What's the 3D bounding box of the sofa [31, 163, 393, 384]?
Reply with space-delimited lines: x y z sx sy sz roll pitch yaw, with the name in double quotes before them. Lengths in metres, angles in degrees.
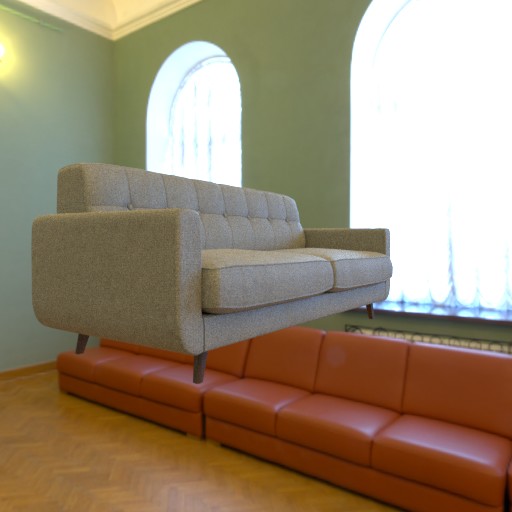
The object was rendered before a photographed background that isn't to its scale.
"sofa" 0.000 0.000 2.494 0.968 0.873 2.055 1 2 36
